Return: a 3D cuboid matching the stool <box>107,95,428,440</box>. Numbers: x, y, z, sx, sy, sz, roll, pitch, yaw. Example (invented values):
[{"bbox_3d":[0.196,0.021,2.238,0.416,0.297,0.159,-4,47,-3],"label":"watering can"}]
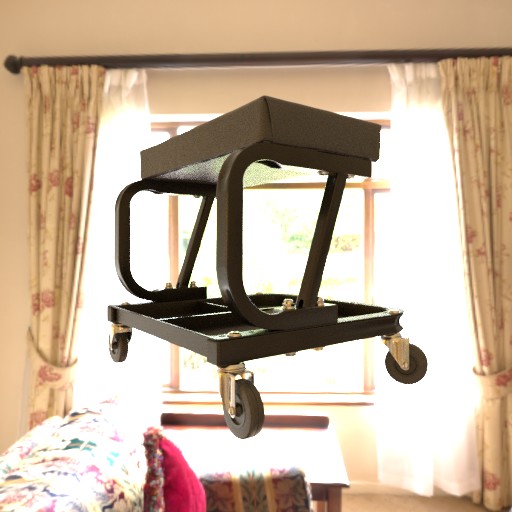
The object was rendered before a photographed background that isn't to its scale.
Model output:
[{"bbox_3d":[0.000,0.000,0.725,0.371,0.380,0.446,-1,1,-37],"label":"stool"}]
